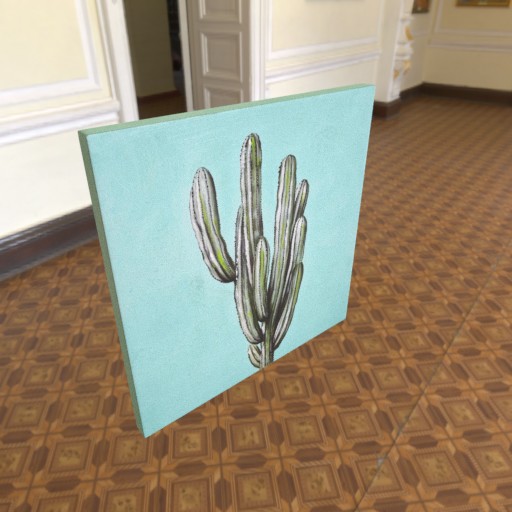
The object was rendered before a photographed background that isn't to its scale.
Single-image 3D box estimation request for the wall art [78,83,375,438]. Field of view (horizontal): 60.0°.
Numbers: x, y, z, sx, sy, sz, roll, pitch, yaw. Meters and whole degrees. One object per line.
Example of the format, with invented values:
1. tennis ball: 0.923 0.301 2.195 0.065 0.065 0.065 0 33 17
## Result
1. wall art: 0.000 0.000 1.608 1.071 1.073 0.070 -23 37 -33
